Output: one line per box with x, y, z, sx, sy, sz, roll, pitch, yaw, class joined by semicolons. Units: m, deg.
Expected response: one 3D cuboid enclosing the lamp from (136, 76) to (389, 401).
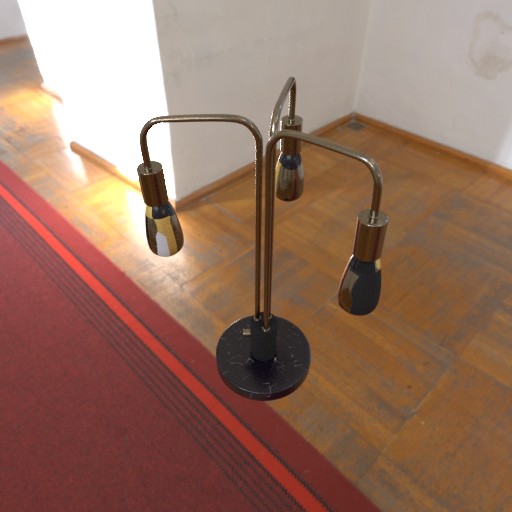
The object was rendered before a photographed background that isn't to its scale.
0.000;0.000;0.808;0.368;0.560;0.355;0;43;0;lamp
